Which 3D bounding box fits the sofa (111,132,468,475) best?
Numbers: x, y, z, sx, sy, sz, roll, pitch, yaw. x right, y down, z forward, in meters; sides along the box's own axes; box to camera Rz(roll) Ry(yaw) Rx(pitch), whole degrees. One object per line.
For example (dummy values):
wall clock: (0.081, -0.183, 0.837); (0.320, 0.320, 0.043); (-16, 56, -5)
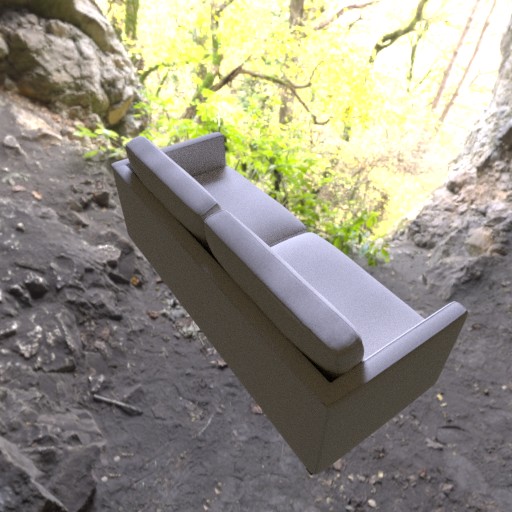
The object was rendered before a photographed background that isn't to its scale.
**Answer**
sofa: (0.000, 0.000, 2.837); (0.951, 0.962, 2.361); (-25, 47, -25)
